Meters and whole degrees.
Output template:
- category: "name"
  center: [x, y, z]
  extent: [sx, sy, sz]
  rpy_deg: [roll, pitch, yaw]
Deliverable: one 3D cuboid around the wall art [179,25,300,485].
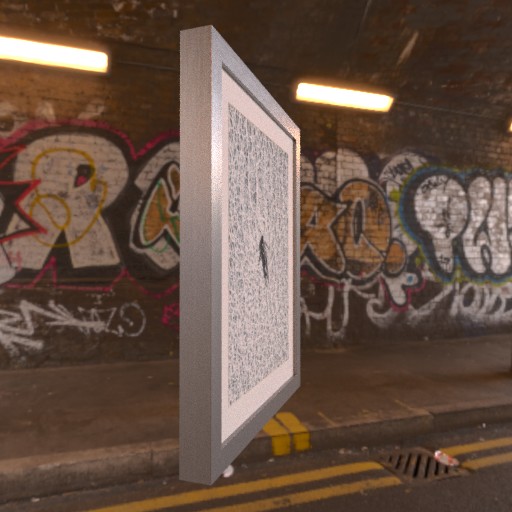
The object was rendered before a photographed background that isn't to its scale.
- category: "wall art"
  center: [0.000, 0.000, 0.514]
  extent: [0.030, 0.379, 0.308]
  rpy_deg: [0, -1, 19]
